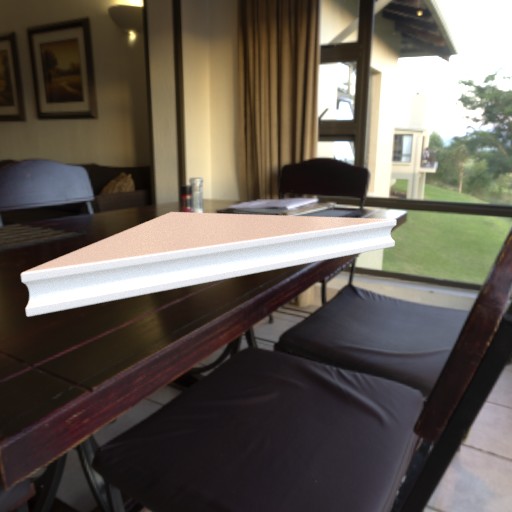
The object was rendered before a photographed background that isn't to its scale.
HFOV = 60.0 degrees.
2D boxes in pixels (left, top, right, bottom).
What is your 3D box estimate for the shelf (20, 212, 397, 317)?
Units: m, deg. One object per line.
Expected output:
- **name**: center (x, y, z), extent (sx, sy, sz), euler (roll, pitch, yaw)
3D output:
- **shelf**: center (0.000, 0.000, 0.440), extent (0.296, 0.035, 0.296), euler (3, 15, 11)
